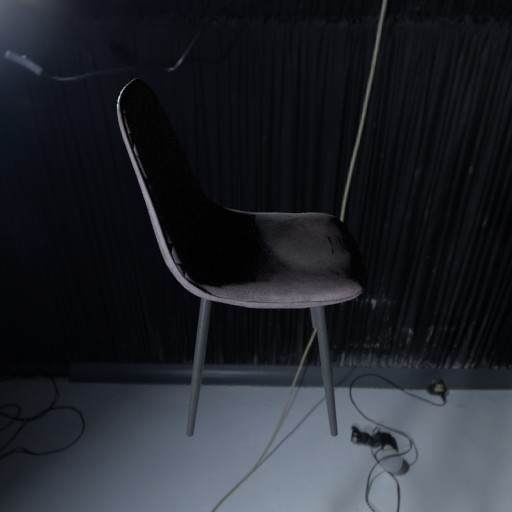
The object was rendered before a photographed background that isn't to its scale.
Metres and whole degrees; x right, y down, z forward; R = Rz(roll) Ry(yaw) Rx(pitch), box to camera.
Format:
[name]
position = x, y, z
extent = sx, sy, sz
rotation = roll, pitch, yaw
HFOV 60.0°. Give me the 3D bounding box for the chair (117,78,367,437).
[chair]
position = 0.000, 0.000, 1.195
extent = 0.561, 0.889, 0.472
rotation = 0, 32, 0
